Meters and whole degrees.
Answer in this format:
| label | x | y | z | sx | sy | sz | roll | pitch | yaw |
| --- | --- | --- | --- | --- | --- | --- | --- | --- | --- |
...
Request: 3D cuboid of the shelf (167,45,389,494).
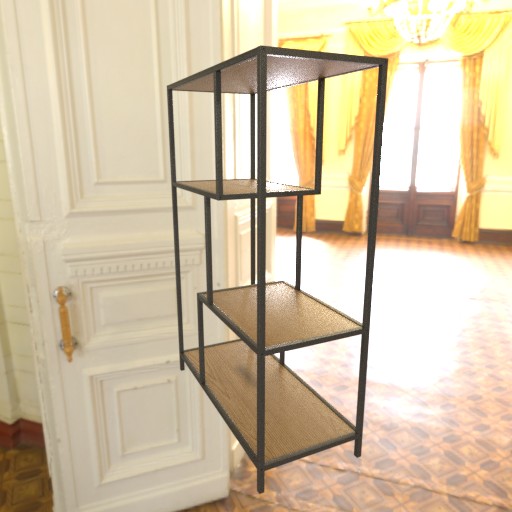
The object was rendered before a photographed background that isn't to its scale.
| label | x | y | z | sx | sy | sz | roll | pitch | yaw |
| --- | --- | --- | --- | --- | --- | --- | --- | --- | --- |
| shelf | 0.000 | 0.000 | 1.489 | 0.350 | 1.138 | 0.770 | -7 | 16 | -25 |
